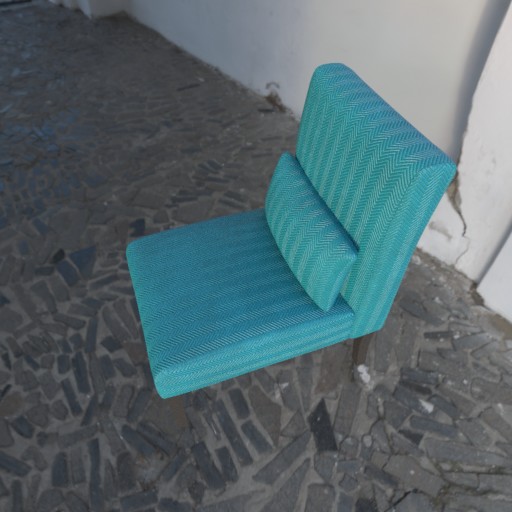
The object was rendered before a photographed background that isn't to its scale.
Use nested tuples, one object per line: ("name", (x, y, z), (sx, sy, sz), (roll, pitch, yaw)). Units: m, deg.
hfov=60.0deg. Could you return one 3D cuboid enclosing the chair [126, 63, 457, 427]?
("chair", (0.000, 0.000, 1.434), (0.808, 0.927, 0.579), (-15, 49, -13))
